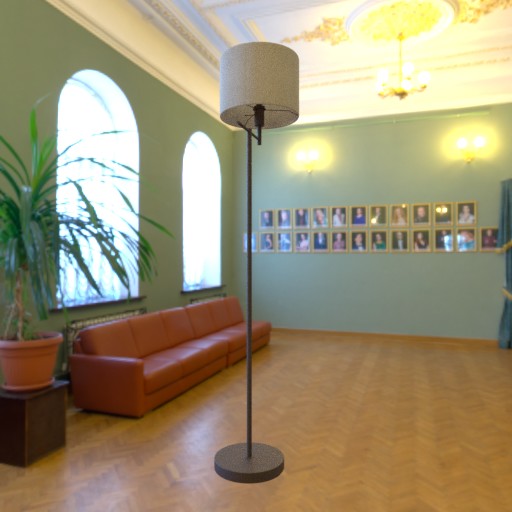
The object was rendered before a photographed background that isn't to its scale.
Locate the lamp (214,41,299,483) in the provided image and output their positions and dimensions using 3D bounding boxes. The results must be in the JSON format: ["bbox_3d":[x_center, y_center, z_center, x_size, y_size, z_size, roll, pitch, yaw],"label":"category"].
[{"bbox_3d":[0.000,0.000,1.764,0.324,1.600,0.416,0,-1,18],"label":"lamp"}]
